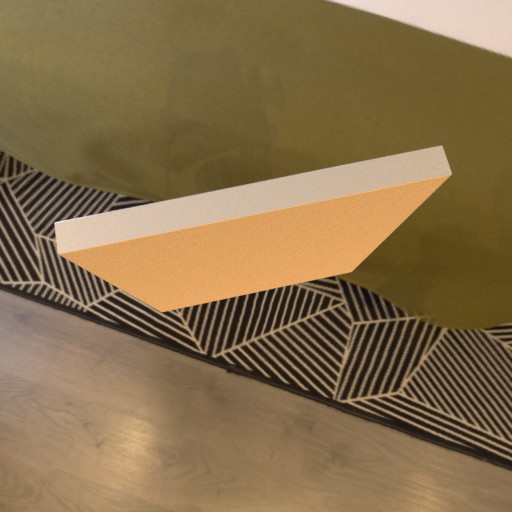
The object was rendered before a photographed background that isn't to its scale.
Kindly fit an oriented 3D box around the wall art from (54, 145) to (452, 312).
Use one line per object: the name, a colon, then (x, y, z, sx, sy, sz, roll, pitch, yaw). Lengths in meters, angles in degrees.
wall art: (0.000, 0.000, 0.768, 0.452, 0.549, 0.038, -12, 76, -3)
